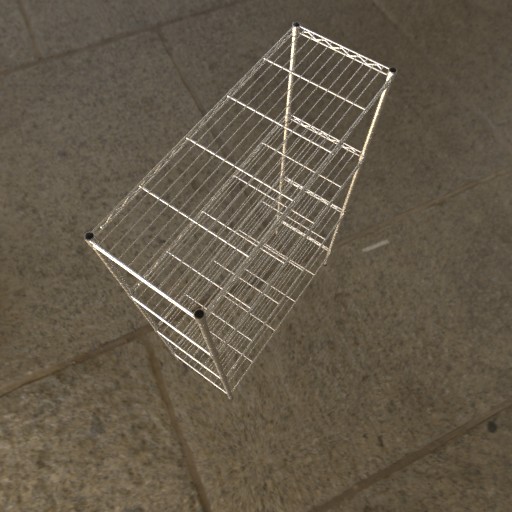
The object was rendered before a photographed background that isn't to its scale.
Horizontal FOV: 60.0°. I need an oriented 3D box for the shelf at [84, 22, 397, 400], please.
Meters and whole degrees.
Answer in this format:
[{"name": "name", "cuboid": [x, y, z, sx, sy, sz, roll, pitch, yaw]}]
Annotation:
[{"name": "shelf", "cuboid": [0.000, 0.000, 1.759, 0.352, 1.360, 0.907, 33, 69, 14]}]
